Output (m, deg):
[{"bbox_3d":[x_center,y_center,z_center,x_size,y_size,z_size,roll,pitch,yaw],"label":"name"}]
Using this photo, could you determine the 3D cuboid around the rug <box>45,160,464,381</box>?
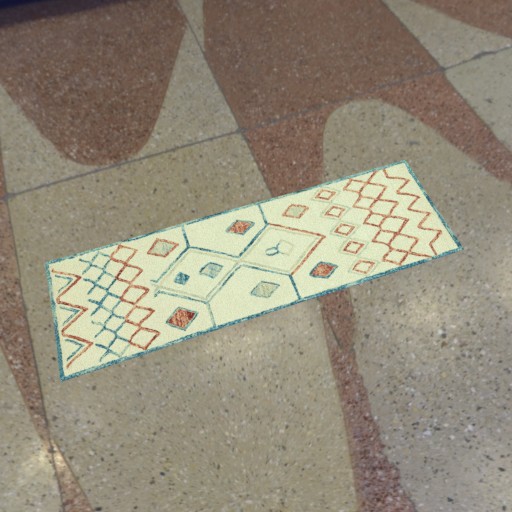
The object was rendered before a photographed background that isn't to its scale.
[{"bbox_3d":[0.000,0.000,2.690,2.435,0.011,0.750,-17,63,-9],"label":"rug"}]
